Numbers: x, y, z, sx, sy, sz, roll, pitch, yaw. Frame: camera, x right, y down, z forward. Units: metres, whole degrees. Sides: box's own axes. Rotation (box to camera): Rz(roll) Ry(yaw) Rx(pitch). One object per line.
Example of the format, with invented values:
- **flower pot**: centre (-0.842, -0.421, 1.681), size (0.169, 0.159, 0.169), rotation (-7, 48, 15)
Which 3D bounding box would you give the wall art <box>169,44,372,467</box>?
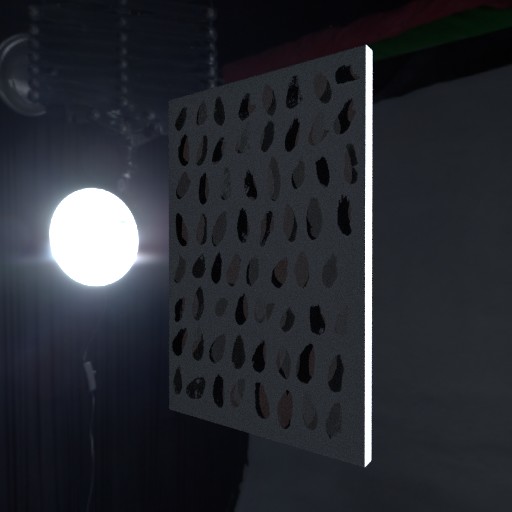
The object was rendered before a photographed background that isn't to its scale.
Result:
- **wall art**: centre (0.000, 0.000, 0.764), size (0.405, 0.608, 0.025), rotation (0, 1, 36)
